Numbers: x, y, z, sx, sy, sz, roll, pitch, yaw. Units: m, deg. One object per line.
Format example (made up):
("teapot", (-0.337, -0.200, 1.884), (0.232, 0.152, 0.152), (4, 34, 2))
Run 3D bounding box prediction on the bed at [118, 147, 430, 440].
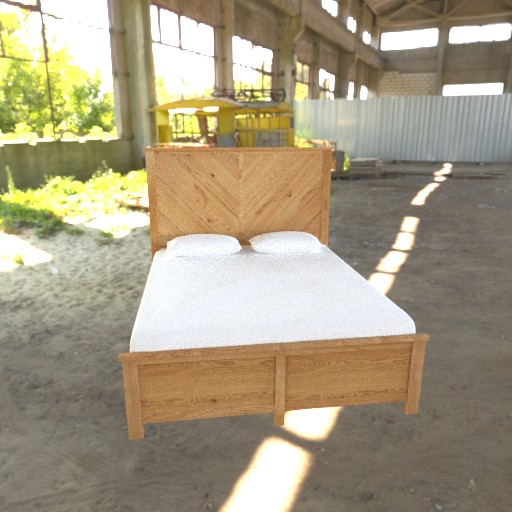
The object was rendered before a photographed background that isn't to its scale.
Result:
("bed", (0.000, 0.000, 4.241), (2.225, 1.938, 2.530), (-2, 16, -8))
